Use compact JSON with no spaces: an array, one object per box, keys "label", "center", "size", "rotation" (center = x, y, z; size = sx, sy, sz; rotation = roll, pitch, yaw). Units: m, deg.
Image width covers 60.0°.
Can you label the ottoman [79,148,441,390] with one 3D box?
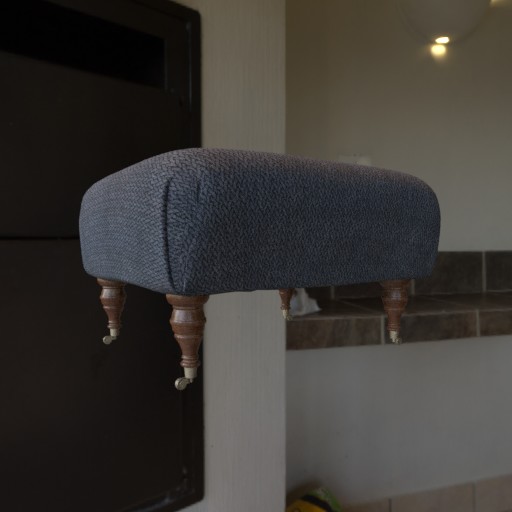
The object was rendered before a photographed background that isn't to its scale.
[{"label":"ottoman","center":[0.000,0.000,1.119],"size":[0.747,0.450,0.622],"rotation":[-1,2,-35]}]
